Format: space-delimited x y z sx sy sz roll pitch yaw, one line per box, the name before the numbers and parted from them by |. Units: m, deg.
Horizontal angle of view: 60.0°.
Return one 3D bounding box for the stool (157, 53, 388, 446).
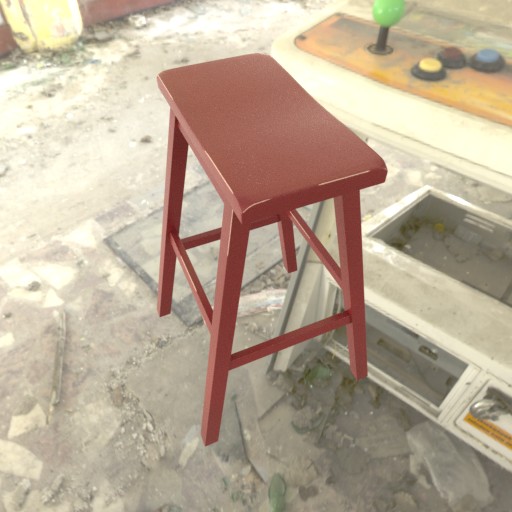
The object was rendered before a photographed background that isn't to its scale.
stool | 0.000 0.000 1.037 0.476 0.737 0.457 -18 50 -16
